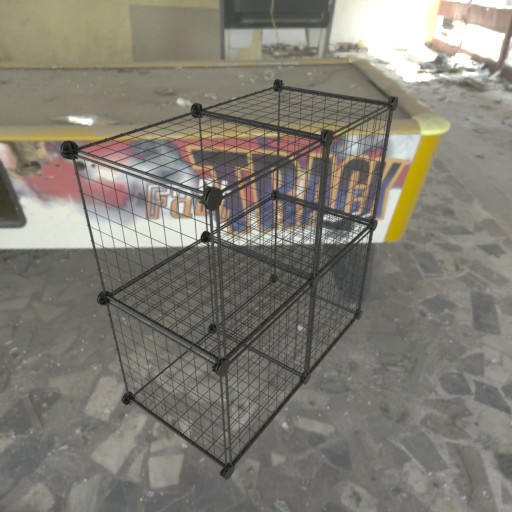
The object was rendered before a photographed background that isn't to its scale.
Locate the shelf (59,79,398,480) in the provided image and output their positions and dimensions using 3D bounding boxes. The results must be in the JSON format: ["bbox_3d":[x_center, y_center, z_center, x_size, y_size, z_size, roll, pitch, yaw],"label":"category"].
[{"bbox_3d":[0.000,0.000,1.136,0.356,0.711,0.711,22,39,30],"label":"shelf"}]
